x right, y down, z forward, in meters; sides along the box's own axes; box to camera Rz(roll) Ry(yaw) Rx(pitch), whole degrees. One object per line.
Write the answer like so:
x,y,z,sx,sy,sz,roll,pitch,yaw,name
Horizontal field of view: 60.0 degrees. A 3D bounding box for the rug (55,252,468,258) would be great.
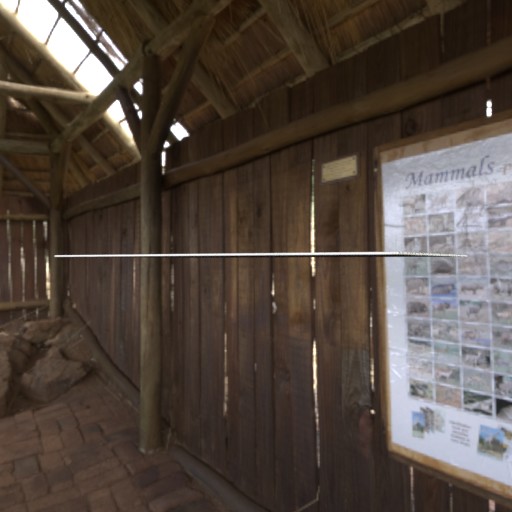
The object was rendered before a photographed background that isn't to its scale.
0.000,0.000,3.072,2.435,0.011,1.517,0,-1,35,rug
